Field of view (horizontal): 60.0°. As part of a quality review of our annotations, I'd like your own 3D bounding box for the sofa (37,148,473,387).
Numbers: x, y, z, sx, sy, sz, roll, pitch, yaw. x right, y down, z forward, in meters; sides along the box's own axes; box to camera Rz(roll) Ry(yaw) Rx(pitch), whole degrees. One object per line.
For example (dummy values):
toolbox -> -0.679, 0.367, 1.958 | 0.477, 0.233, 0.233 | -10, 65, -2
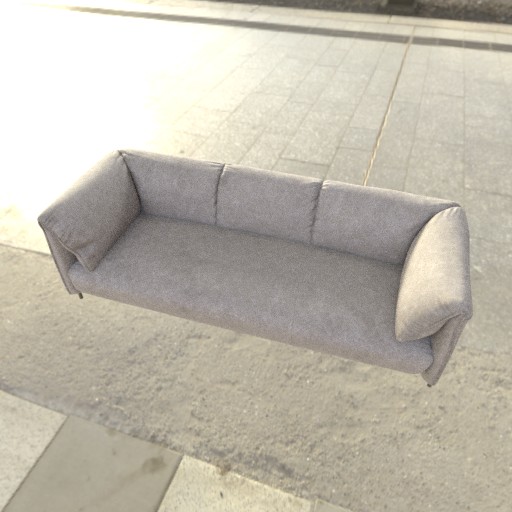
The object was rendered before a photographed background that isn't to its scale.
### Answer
sofa -> 0.000, 0.000, 2.644 | 2.238, 0.758, 0.899 | 12, 43, 13
